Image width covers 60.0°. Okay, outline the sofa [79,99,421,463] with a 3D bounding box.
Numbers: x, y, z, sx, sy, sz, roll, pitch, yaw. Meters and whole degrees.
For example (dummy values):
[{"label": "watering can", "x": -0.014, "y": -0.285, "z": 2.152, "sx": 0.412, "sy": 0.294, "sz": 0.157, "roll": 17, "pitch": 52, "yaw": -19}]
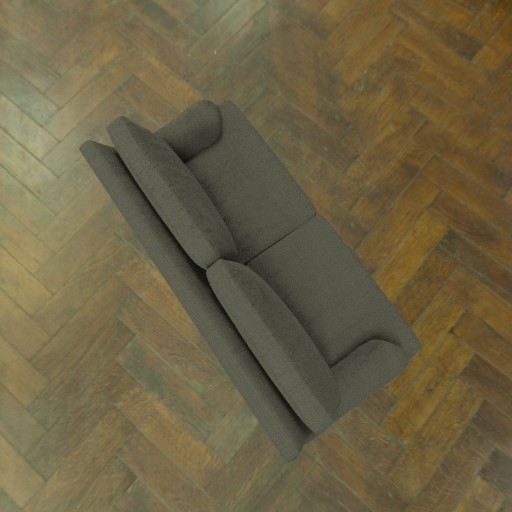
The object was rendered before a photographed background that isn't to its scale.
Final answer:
[{"label": "sofa", "x": 0.000, "y": 0.000, "z": 2.867, "sx": 1.086, "sy": 1.087, "sz": 2.165, "roll": -34, "pitch": 78, "yaw": -8}]
